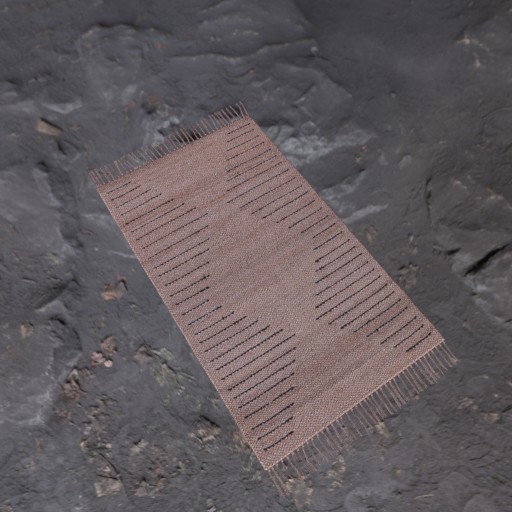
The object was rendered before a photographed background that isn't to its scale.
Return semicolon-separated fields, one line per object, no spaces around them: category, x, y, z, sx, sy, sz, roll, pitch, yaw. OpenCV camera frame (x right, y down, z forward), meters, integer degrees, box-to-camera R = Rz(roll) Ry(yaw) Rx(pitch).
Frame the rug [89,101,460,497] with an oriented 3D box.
rug;0.000;0.000;1.996;0.905;0.017;1.718;-30;67;-15
